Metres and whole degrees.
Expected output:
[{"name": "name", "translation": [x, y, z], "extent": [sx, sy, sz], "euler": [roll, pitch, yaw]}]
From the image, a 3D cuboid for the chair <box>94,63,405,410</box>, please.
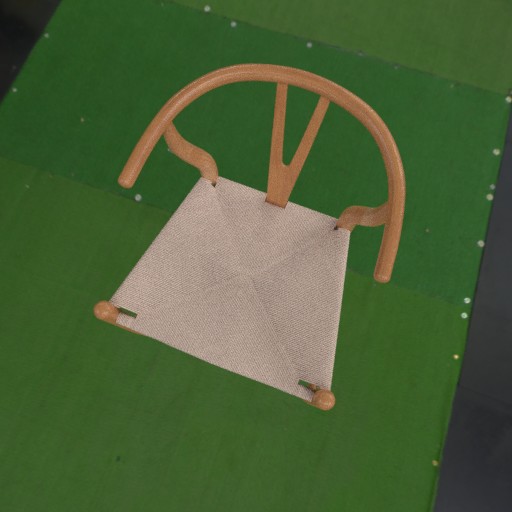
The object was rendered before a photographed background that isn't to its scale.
[{"name": "chair", "translation": [0.000, 0.000, 1.130], "extent": [0.569, 0.730, 0.579], "euler": [21, 75, 6]}]
